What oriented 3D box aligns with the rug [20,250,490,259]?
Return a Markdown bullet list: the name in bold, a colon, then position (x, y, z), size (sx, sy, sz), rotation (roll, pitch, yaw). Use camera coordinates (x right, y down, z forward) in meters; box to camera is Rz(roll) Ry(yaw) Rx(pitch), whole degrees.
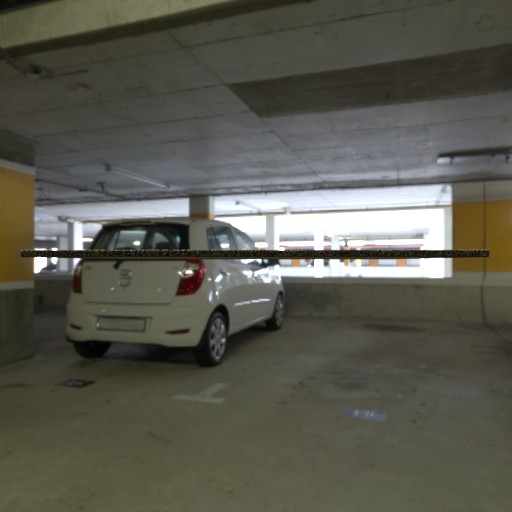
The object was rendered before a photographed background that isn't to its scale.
- **rug**: position (0.000, 0.000, 2.101), size (1.601, 0.025, 1.198), rotation (0, -1, 1)
